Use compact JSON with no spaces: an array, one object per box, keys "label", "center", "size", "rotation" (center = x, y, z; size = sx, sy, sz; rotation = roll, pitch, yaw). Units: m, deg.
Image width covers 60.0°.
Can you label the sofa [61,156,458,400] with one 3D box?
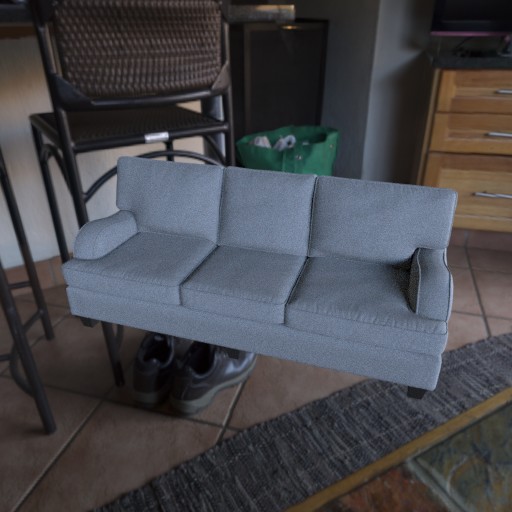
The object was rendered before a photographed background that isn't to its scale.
[{"label":"sofa","center":[0.000,0.000,2.875],"size":[2.323,0.997,1.016],"rotation":[8,28,16]}]
